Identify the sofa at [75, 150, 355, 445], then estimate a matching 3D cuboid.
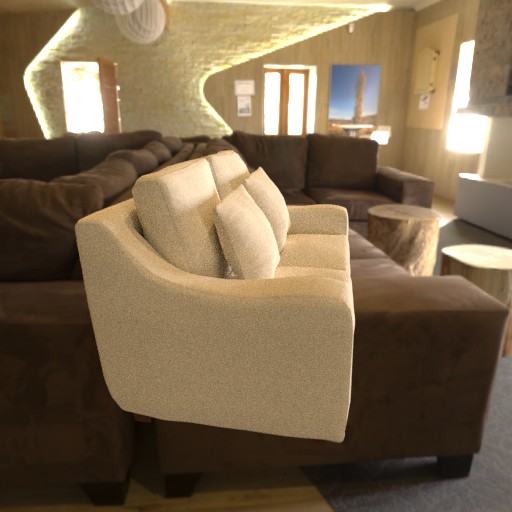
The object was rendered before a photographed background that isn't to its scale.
[{"bbox_3d":[0.000,0.000,2.400,1.040,1.047,1.744,3,18,10],"label":"sofa"}]
